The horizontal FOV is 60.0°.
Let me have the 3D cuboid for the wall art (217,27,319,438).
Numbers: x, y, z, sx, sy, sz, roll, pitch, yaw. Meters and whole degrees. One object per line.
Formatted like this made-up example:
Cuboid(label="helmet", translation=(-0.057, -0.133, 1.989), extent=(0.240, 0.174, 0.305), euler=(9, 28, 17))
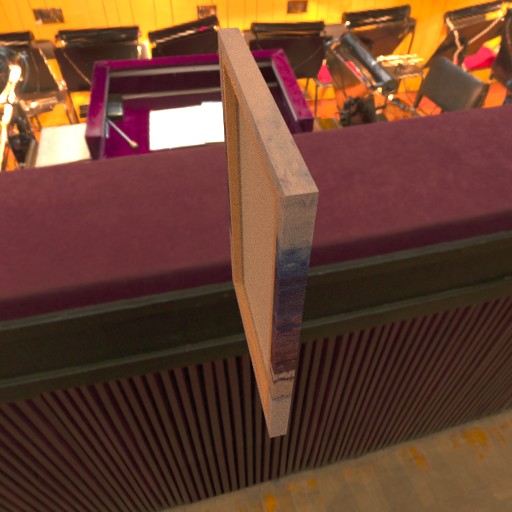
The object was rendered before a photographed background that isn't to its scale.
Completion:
Cuboid(label="wall art", translation=(0.000, 0.000, 1.112), extent=(0.048, 0.874, 0.583), euler=(-9, 48, -8))
